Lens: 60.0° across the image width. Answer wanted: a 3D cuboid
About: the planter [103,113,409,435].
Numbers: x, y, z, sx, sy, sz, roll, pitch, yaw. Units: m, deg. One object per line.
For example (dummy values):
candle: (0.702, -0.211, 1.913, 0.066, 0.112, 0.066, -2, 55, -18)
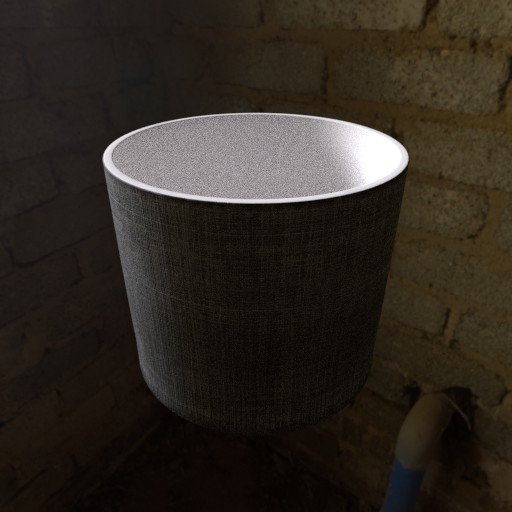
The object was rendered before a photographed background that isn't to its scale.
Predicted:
planter: (0.000, 0.000, 0.438, 0.254, 0.221, 0.254, 0, 30, 0)
